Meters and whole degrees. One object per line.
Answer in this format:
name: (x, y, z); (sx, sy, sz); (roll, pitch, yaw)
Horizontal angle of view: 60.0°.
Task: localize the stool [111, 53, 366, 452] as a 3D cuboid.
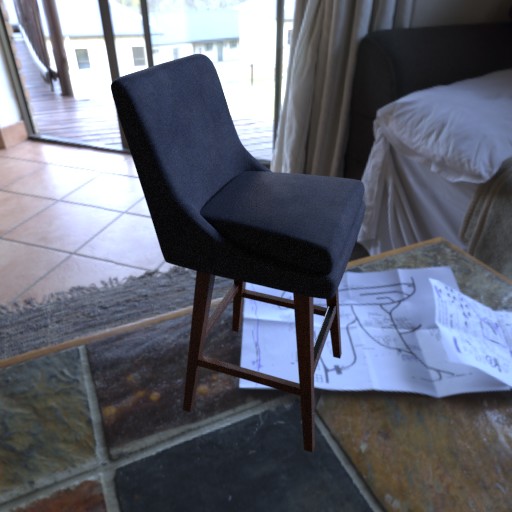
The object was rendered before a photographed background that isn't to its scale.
stool: (0.000, 0.000, 1.356); (0.572, 1.068, 0.489); (11, 34, 17)
